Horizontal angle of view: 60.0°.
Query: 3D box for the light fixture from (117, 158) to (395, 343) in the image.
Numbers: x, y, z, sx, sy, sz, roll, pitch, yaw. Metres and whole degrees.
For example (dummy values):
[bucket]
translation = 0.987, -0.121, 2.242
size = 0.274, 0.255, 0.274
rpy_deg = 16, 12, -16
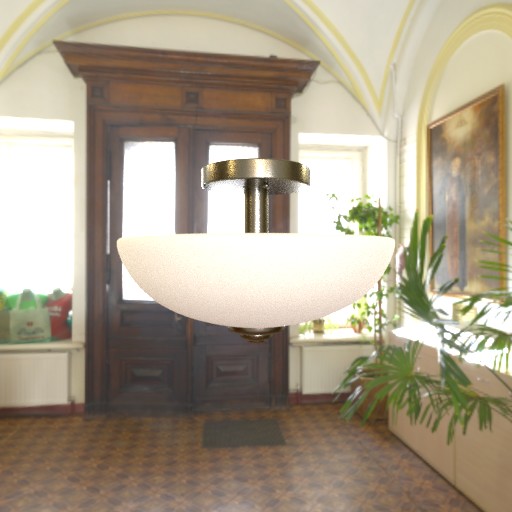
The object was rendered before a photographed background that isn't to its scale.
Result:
[light fixture]
translation = 0.000, 0.000, 0.551
size = 0.330, 0.214, 0.330
rpy_deg = 0, 0, 0
